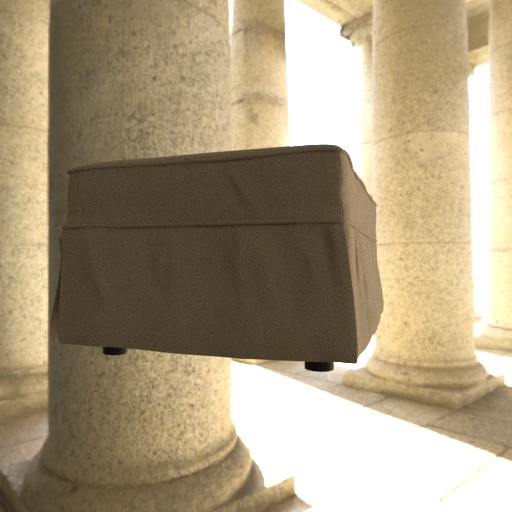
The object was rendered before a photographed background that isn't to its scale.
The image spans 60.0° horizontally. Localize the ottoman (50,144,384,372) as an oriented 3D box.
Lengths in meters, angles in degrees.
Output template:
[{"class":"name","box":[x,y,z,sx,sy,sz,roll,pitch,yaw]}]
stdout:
[{"class":"ottoman","box":[0.000,0.000,1.327,0.721,0.482,0.959,0,-1,19]}]
